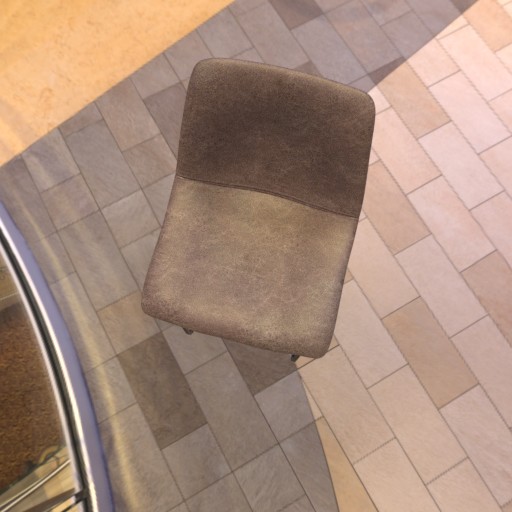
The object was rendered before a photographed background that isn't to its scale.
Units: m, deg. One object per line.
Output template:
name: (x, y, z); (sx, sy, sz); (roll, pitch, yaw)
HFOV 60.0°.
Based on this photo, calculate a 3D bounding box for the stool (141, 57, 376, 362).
stool: (0.000, 0.000, 1.381); (0.514, 1.082, 0.561); (14, 75, 4)
